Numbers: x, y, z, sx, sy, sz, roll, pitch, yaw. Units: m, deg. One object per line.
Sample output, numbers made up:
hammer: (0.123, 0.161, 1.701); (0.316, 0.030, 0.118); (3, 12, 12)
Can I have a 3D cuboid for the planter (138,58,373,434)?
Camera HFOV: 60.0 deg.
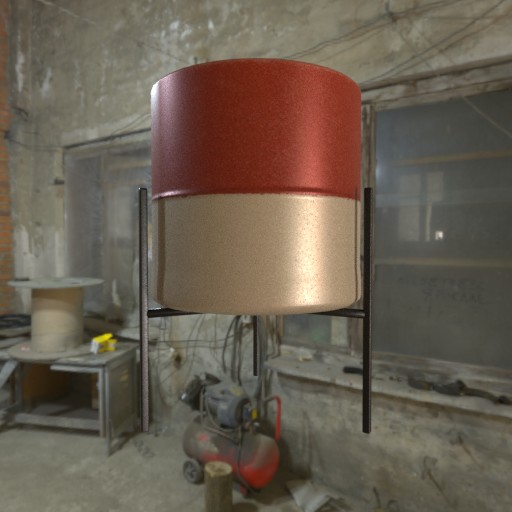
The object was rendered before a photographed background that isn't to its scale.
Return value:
planter: (0.000, 0.000, 0.515); (0.235, 0.354, 0.251); (0, 2, 0)
